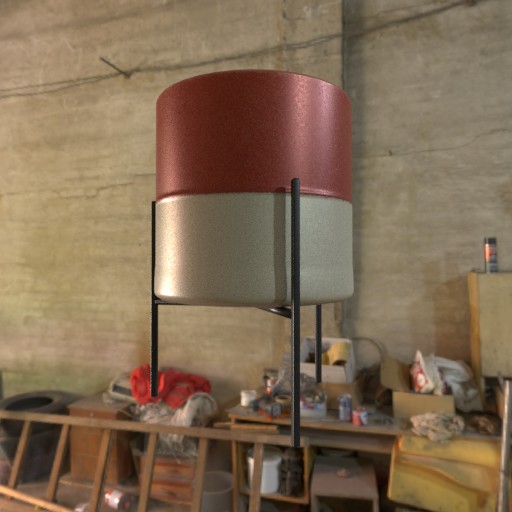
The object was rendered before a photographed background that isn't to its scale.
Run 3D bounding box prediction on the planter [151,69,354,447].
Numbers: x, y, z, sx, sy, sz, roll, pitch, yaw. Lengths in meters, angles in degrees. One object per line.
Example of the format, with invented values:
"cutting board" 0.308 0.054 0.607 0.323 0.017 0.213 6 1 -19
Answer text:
"planter" 0.000 0.000 0.527 0.235 0.354 0.251 0 -1 -17
